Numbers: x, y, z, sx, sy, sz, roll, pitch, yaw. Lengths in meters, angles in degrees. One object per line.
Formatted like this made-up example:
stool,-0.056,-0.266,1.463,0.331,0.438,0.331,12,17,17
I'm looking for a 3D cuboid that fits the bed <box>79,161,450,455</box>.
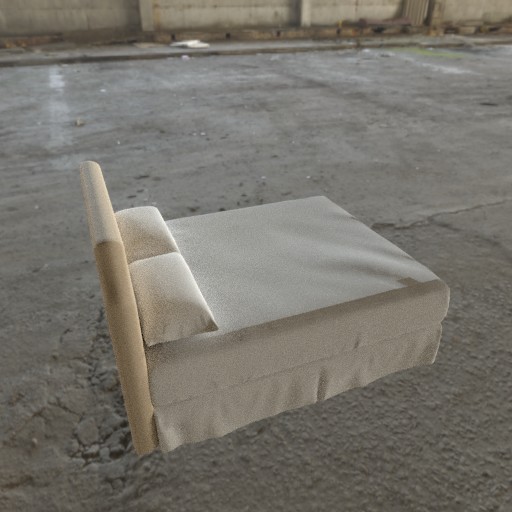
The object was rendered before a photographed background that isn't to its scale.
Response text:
bed,0.000,0.000,3.826,2.548,1.524,2.134,-11,32,-19
